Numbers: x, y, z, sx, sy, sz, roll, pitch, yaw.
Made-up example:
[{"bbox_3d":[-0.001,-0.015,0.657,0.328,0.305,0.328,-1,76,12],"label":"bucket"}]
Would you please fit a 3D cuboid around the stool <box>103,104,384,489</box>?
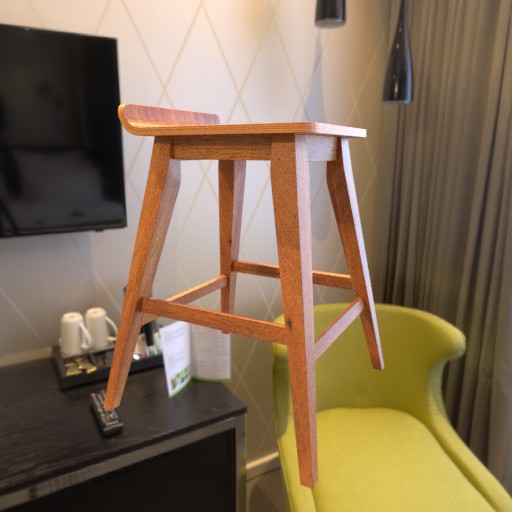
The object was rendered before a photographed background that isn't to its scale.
[{"bbox_3d":[0.000,0.000,1.006,0.500,0.650,0.500,7,15,28],"label":"stool"}]
